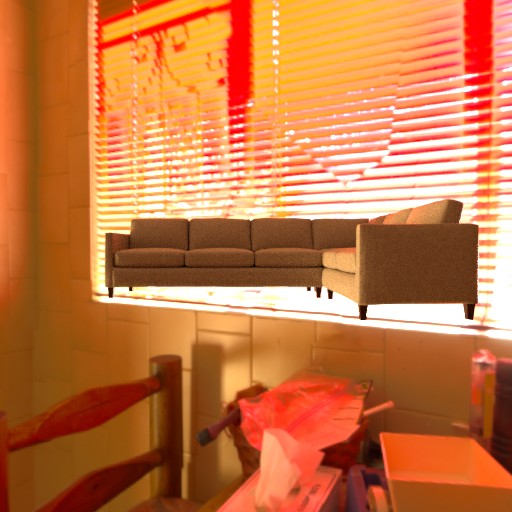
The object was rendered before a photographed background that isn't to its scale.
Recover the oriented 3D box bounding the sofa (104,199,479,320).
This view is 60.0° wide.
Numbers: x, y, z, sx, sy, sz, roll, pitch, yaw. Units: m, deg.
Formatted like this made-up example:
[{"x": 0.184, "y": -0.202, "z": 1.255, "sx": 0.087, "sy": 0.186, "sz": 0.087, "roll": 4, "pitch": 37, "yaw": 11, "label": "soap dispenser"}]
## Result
[{"x": 0.000, "y": 0.000, "z": 4.499, "sx": 3.333, "sy": 0.934, "sz": 2.522, "roll": 0, "pitch": 1, "yaw": -1, "label": "sofa"}]
